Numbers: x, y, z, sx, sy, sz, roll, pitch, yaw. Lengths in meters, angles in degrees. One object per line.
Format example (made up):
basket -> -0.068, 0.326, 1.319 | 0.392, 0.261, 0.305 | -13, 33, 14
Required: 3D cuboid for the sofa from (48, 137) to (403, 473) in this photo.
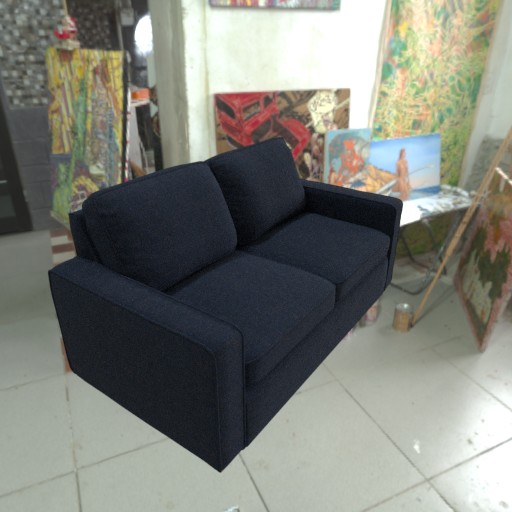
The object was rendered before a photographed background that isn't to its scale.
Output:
sofa -> 0.000, 0.000, 2.257 | 0.947, 0.918, 1.709 | 18, 32, 31
